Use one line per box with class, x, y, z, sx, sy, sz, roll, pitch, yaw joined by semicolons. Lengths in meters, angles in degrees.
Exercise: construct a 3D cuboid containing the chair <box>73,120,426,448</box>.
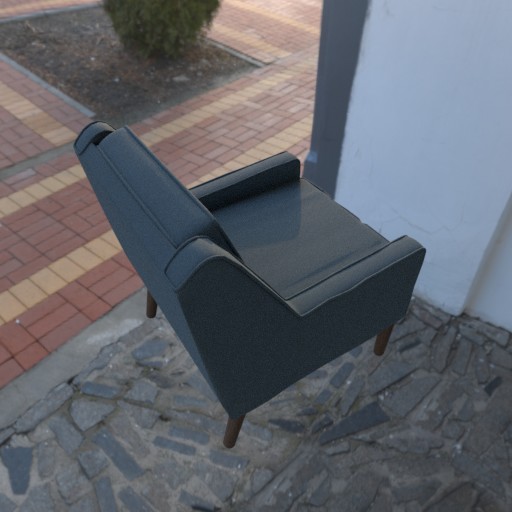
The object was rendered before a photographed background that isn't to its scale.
chair;0.000;0.000;1.324;0.733;0.780;0.663;-23;47;-24
